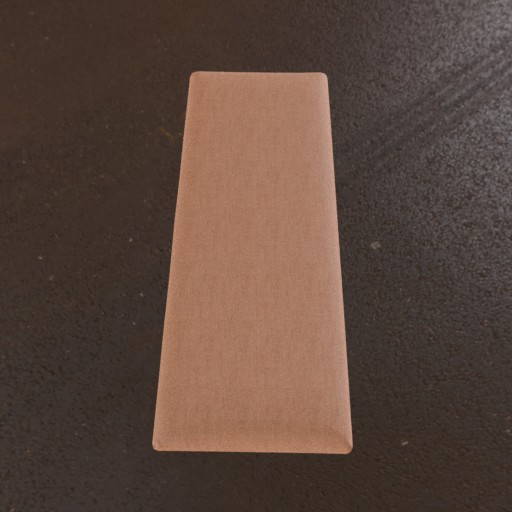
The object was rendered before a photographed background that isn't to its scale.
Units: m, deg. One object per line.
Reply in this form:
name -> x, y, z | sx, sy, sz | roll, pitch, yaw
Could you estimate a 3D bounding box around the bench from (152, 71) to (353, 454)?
bench -> 0.000, 0.000, 1.247 | 0.407, 0.456, 1.013 | 1, 66, 0
